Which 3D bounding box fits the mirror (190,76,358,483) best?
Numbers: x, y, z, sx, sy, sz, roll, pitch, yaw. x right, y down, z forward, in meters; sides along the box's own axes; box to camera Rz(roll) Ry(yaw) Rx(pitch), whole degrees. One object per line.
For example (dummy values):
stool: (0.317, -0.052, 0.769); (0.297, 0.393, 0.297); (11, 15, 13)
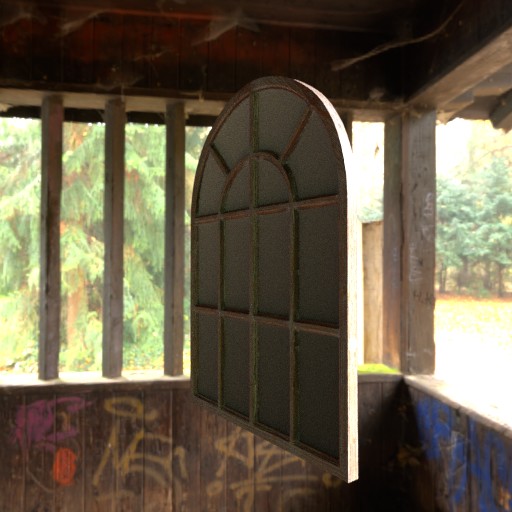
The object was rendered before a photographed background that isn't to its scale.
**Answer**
mirror: (0.000, 0.000, 1.170); (0.032, 0.920, 0.660); (1, -1, -37)
